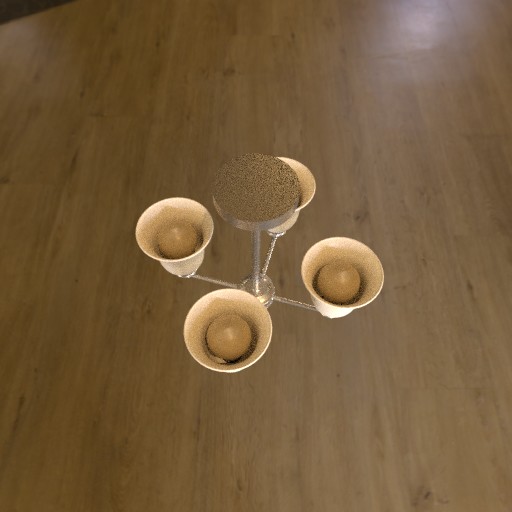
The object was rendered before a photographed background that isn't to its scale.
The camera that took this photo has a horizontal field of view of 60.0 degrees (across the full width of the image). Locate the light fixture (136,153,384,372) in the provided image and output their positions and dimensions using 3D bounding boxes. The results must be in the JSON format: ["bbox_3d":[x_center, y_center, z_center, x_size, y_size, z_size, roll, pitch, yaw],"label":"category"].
[{"bbox_3d":[0.000,0.000,0.763,0.427,0.370,0.427,15,60,9],"label":"light fixture"}]
